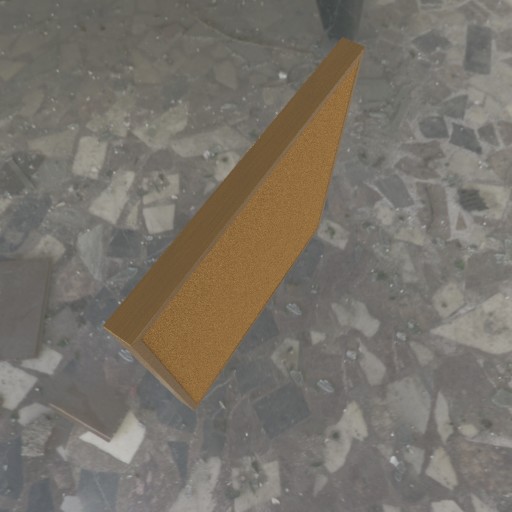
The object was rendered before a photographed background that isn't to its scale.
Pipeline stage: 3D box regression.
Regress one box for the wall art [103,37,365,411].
[{"bbox_3d":[0.000,0.000,0.757,0.037,0.505,0.505,30,68,14],"label":"wall art"}]
